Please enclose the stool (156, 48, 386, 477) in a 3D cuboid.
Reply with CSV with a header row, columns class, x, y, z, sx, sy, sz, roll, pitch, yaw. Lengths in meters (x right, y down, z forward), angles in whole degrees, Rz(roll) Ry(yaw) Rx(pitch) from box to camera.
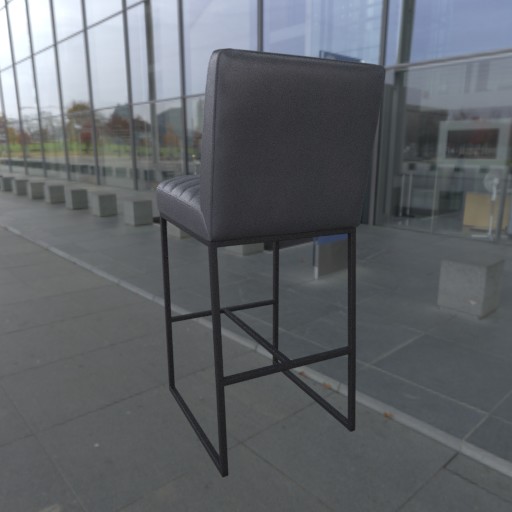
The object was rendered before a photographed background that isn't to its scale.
class,x,y,z,sx,sy,sz,roll,pitch,yaw
stool,0.000,0.000,1.333,0.457,1.040,0.552,-7,15,-26
